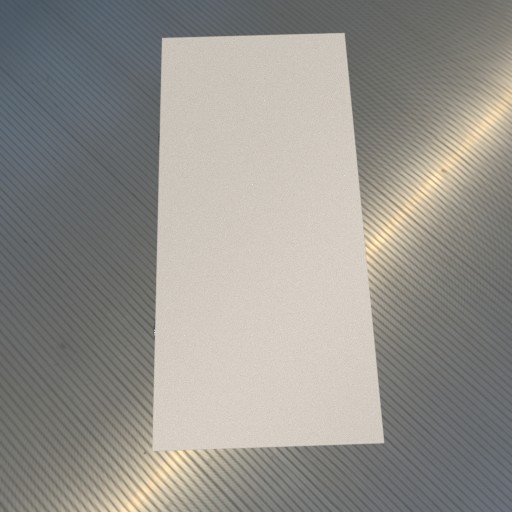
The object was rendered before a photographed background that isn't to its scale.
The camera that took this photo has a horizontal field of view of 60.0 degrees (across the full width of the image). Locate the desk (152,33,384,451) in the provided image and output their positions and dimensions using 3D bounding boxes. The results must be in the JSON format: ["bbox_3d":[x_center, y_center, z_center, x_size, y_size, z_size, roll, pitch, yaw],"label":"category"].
[{"bbox_3d":[0.000,0.000,1.470,0.525,0.780,1.057,-2,76,0],"label":"desk"}]
